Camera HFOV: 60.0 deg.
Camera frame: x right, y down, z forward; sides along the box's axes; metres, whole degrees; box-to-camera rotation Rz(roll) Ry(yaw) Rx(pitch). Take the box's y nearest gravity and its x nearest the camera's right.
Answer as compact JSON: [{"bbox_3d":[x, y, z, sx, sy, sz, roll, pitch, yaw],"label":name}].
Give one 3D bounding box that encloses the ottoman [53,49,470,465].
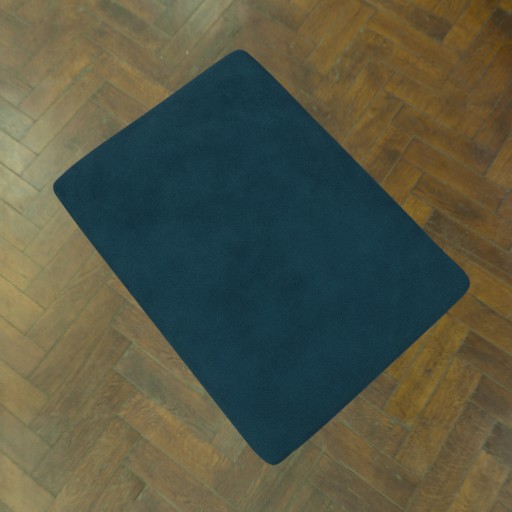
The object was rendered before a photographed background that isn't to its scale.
[{"bbox_3d":[0.000,0.000,1.131,0.572,0.503,0.773,-39,79,-9],"label":"ottoman"}]
